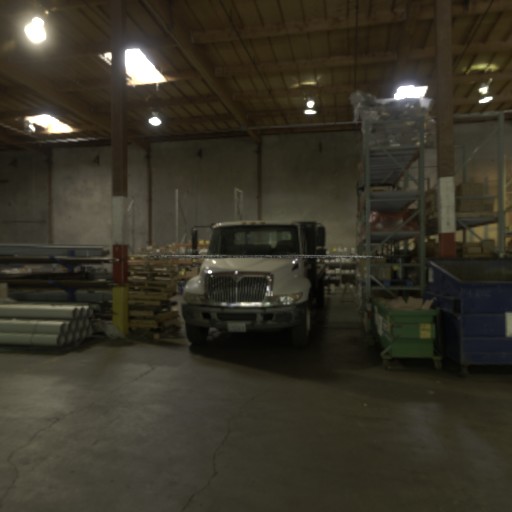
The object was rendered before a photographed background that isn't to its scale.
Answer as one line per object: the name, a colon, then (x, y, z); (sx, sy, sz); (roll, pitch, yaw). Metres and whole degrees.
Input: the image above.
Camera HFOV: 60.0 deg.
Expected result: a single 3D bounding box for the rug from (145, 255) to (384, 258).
rug: (0.000, 0.000, 2.611); (0.760, 0.012, 2.434); (0, 0, -1)
